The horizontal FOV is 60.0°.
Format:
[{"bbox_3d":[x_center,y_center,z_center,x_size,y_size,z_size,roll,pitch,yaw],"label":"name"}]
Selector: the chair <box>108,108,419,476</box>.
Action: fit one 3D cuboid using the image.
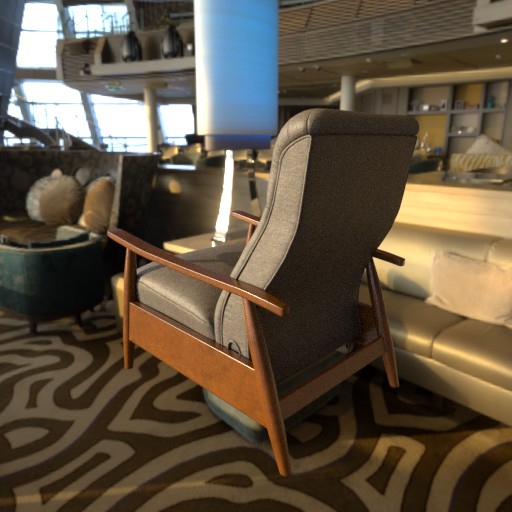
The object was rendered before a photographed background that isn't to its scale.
[{"bbox_3d":[0.000,0.000,1.798,1.014,1.081,0.762,14,20,42],"label":"chair"}]
